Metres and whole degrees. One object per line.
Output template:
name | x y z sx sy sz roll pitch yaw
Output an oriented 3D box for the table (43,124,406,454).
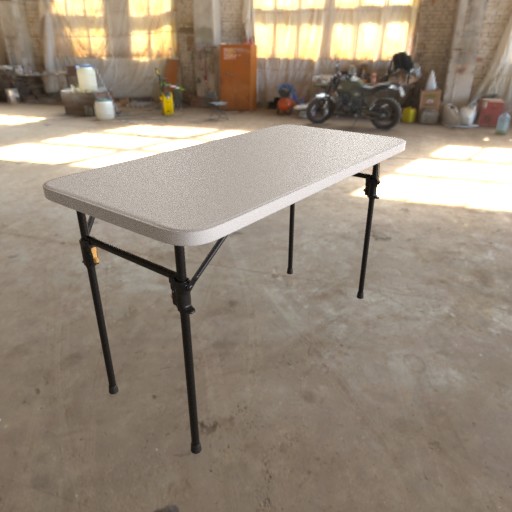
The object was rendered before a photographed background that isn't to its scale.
table | 0.000 0.000 1.630 0.610 0.729 1.219 19 32 33
